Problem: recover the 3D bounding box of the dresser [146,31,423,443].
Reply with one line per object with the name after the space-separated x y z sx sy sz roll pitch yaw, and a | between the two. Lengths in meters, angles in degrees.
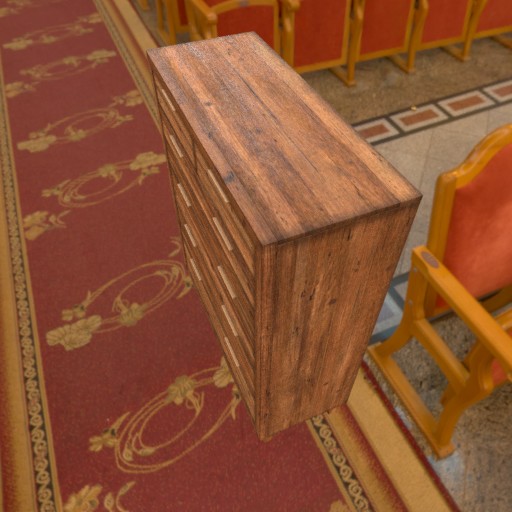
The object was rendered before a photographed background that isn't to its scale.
0.000 0.000 1.863 0.438 1.359 1.067 -18 51 -15 | dresser
